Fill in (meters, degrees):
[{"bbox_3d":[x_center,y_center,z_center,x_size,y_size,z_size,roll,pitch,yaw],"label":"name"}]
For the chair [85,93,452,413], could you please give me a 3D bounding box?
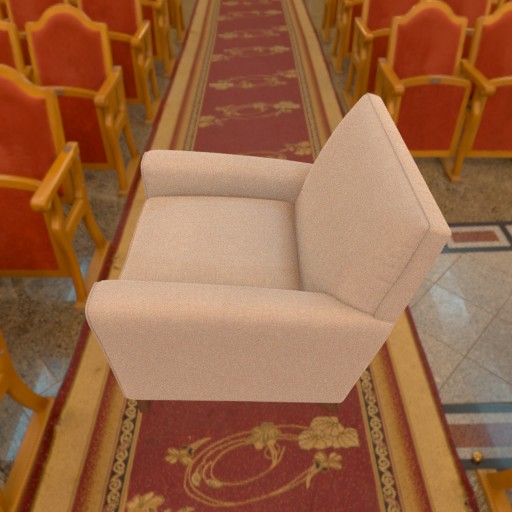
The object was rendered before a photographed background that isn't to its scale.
[{"bbox_3d":[0.000,0.000,1.532,0.871,0.846,0.840,0,42,0],"label":"chair"}]
